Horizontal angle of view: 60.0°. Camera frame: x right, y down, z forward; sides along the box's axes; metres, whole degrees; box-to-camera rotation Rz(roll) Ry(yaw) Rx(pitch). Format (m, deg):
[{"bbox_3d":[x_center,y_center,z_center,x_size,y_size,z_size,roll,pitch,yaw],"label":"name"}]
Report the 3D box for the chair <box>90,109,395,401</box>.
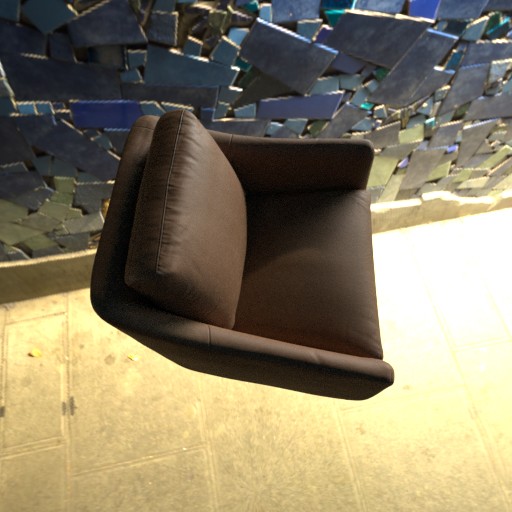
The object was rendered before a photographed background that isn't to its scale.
[{"bbox_3d":[0.000,0.000,1.725,0.963,0.895,0.988,3,62,2],"label":"chair"}]
